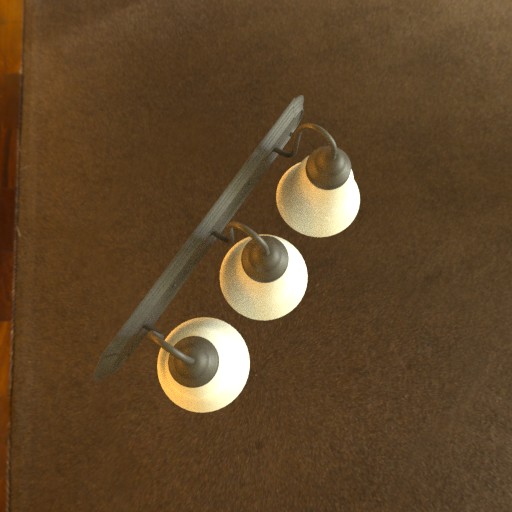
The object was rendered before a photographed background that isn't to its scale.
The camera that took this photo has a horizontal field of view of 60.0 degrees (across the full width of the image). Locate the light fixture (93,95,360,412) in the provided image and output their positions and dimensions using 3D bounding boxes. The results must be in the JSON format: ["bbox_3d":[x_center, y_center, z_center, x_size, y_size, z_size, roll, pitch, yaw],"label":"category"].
[{"bbox_3d":[0.000,0.000,0.726,0.199,0.222,0.610,33,77,8],"label":"light fixture"}]
